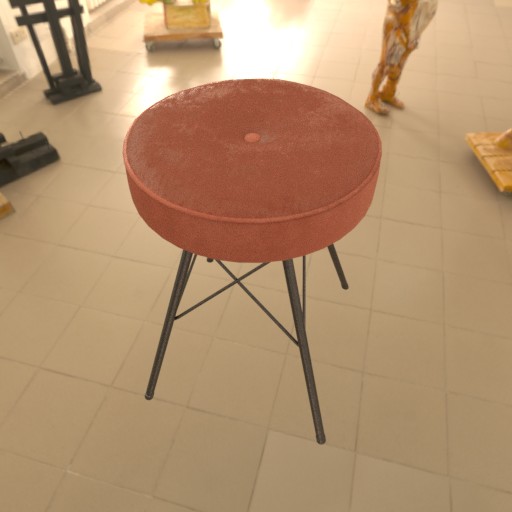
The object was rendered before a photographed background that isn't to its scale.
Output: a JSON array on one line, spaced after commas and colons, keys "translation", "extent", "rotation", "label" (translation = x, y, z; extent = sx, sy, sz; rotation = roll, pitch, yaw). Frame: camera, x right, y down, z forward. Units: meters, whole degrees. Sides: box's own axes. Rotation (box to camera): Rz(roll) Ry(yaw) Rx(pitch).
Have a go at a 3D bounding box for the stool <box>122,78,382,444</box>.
[{"translation": [0.000, 0.000, 0.912], "extent": [0.421, 0.593, 0.457], "rotation": [11, 48, 10], "label": "stool"}]
